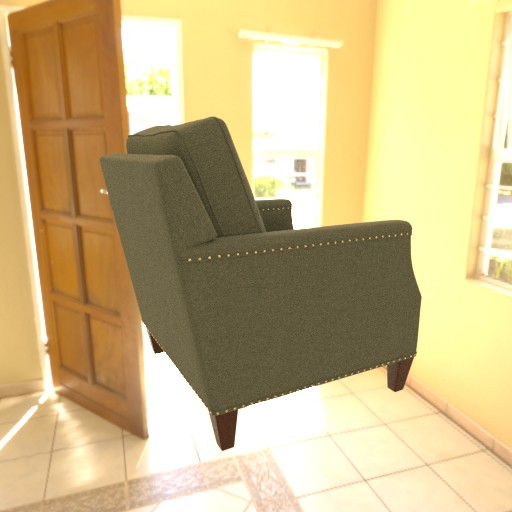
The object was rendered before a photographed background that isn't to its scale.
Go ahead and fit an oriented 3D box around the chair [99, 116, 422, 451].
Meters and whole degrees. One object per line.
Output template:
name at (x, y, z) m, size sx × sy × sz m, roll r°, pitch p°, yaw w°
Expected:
chair at (0.000, 0.000, 1.803) m, size 1.031 × 1.031 × 0.885 m, roll -7°, pitch 15°, yaw -27°
